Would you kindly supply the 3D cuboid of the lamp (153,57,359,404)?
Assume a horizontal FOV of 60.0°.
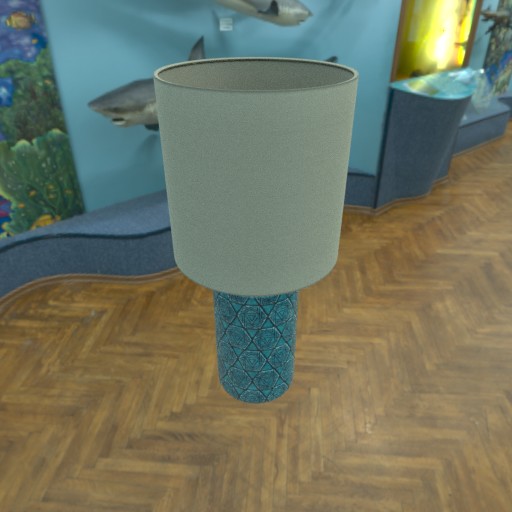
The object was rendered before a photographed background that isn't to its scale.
[{"bbox_3d":[0.000,0.000,0.765,0.278,0.597,0.278,-22,38,-32],"label":"lamp"}]
